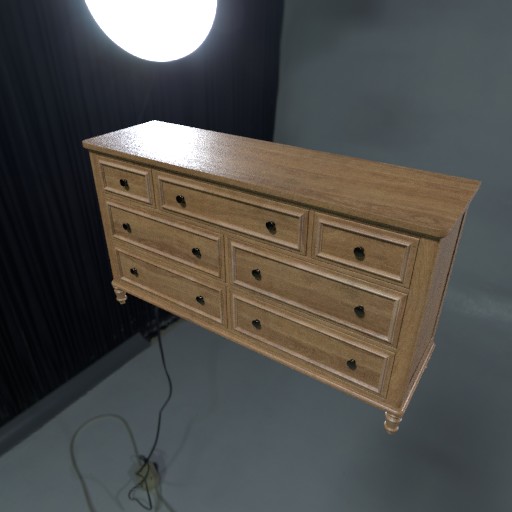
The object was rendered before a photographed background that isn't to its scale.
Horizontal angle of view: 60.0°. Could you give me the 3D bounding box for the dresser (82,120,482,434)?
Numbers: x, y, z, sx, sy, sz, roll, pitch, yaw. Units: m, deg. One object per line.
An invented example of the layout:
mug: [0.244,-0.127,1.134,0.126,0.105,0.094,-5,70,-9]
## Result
dresser: [0.000,0.000,1.985,1.583,0.892,0.468,19,35,29]
